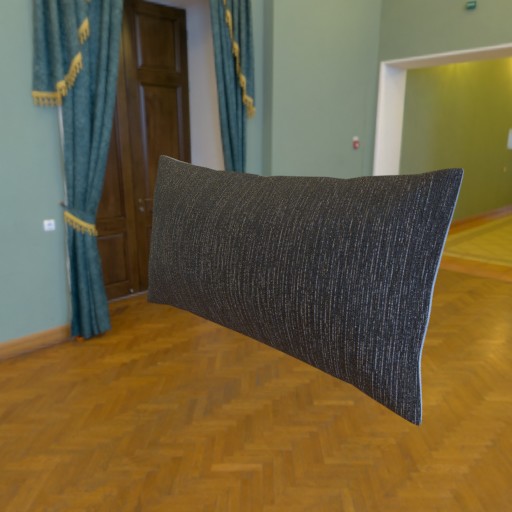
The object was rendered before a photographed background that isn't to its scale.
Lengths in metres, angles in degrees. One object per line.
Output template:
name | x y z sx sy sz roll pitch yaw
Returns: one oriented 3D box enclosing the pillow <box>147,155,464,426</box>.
pillow | 0.000 0.000 0.722 0.608 0.305 0.156 14 20 43
